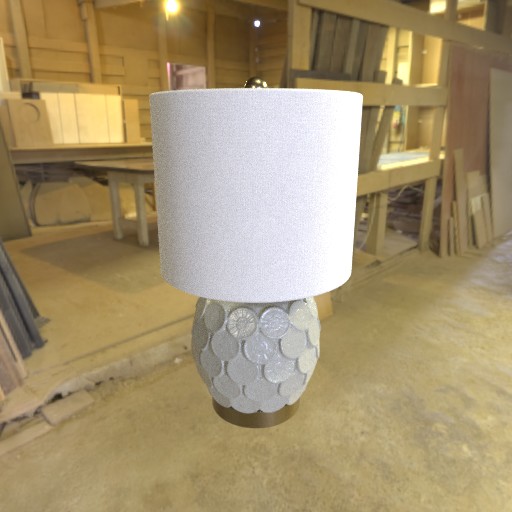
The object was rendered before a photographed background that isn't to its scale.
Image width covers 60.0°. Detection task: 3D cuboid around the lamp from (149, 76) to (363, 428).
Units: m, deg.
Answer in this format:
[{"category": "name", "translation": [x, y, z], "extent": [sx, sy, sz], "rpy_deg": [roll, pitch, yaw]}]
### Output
[{"category": "lamp", "translation": [0.000, 0.000, 0.600], "extent": [0.254, 0.452, 0.254], "rpy_deg": [0, 17, 0]}]
